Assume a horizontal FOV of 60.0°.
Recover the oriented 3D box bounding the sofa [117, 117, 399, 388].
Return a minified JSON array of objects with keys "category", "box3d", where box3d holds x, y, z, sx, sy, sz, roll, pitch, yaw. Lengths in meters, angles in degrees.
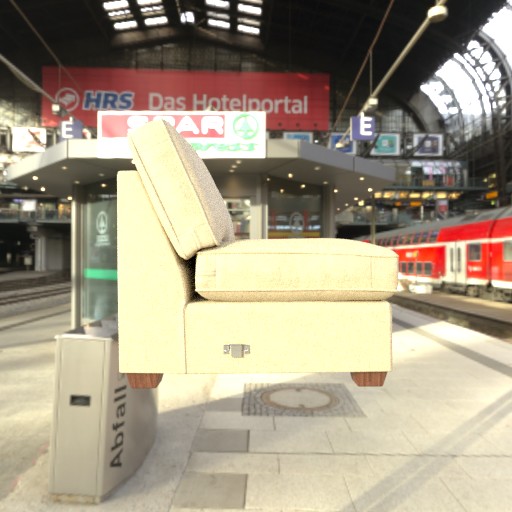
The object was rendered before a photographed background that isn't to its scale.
[{"category":"sofa","box3d":[0.000,0.000,2.517,1.027,0.973,1.962,0,0,-1]}]
